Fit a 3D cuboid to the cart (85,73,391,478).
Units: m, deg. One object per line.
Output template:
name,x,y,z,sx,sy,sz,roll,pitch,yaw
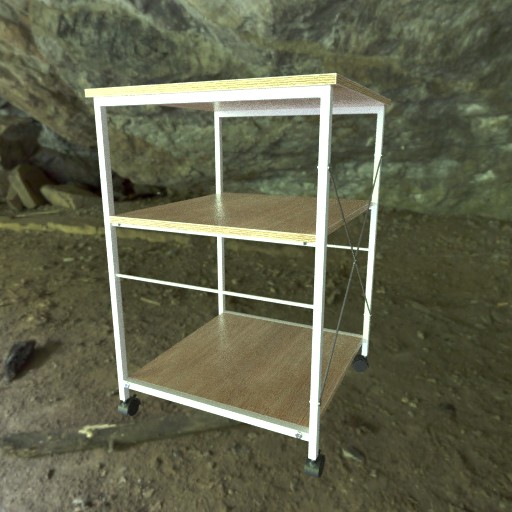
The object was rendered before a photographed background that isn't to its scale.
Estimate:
cart,0.000,0.000,1.112,0.520,0.762,0.521,7,16,24
